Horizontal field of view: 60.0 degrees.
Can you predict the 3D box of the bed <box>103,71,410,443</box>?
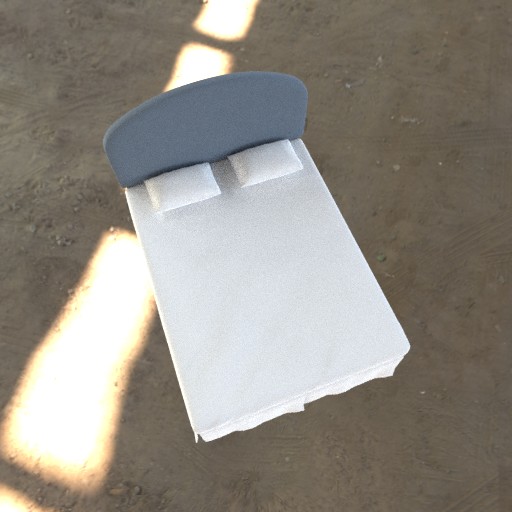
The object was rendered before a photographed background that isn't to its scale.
[{"bbox_3d":[0.000,0.000,3.083,1.607,1.410,2.005,-18,65,-9],"label":"bed"}]
